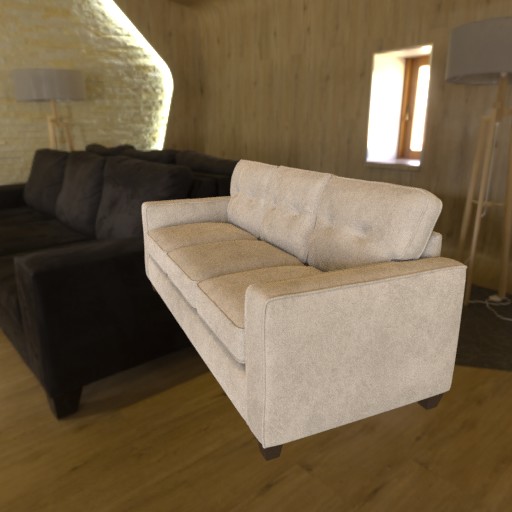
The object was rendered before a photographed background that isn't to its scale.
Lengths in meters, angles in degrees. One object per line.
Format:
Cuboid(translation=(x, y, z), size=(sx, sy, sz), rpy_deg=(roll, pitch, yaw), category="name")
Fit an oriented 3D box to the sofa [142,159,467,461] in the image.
Cuboid(translation=(0.000, 0.000, 2.557), size=(0.939, 0.965, 2.133), rpy_deg=(-7, 18, -23), category="sofa")
